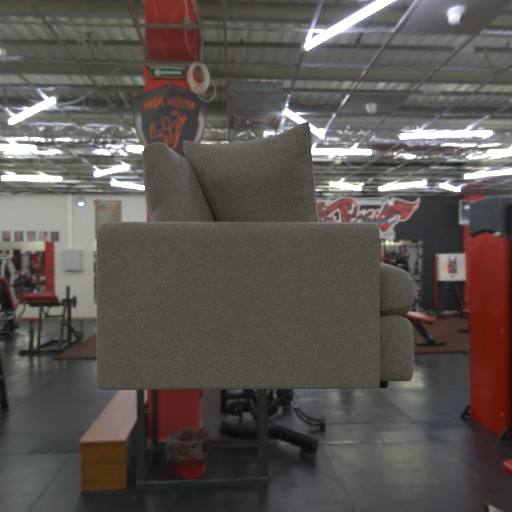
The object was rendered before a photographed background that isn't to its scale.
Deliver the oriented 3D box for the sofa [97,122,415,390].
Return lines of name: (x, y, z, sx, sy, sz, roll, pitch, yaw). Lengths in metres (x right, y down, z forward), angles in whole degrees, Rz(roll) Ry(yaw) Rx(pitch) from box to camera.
sofa: (0.000, 0.000, 2.549, 1.228, 1.080, 1.869, 0, 0, -1)
